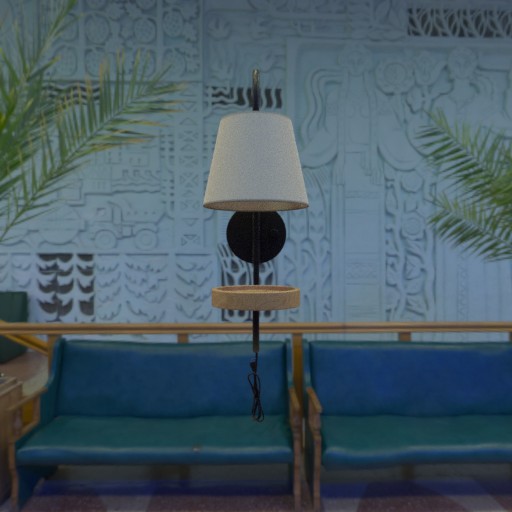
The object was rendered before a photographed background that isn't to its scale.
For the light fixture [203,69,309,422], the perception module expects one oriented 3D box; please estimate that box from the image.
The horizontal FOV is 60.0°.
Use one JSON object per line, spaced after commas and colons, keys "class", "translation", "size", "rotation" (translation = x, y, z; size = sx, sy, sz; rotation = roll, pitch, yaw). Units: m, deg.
{"class": "light fixture", "translation": [0.000, 0.000, 0.963], "size": [0.220, 0.821, 0.299], "rotation": [0, 1, 0]}
